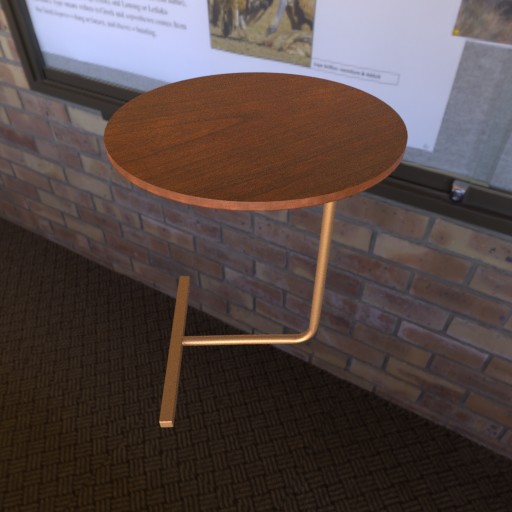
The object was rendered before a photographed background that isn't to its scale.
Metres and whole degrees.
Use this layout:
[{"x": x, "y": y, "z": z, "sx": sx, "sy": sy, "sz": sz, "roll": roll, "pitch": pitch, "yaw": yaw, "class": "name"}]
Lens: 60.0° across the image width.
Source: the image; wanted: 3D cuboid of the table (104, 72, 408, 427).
[{"x": 0.000, "y": 0.000, "z": 1.102, "sx": 0.577, "sy": 0.706, "sz": 0.530, "roll": -1, "pitch": 42, "yaw": -1, "class": "table"}]
